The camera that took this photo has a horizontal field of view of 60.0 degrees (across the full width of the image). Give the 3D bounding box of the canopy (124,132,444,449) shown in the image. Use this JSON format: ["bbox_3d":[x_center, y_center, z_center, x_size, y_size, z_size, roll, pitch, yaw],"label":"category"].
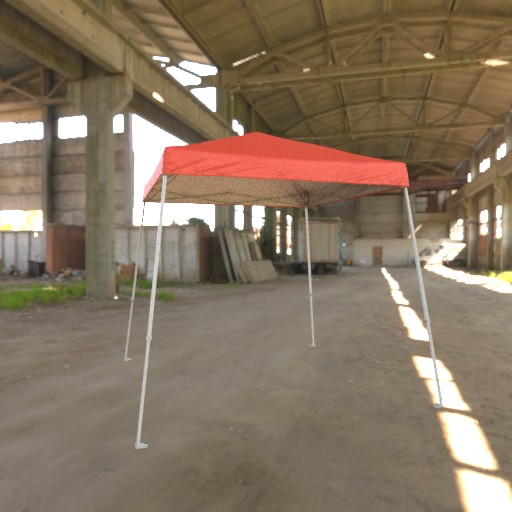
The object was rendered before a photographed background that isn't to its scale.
[{"bbox_3d":[0.000,0.000,5.117,2.850,2.850,2.849,0,1,-18],"label":"canopy"}]
